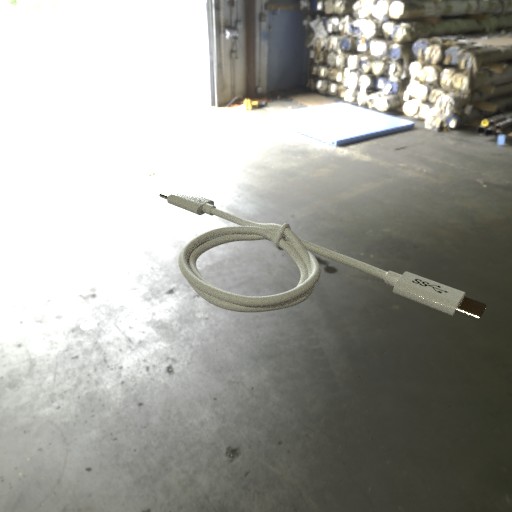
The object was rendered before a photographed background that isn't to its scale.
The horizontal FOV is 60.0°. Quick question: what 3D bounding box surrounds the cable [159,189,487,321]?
[{"bbox_3d":[0.000,0.000,0.204,0.186,0.014,0.070,23,38,32],"label":"cable"}]
